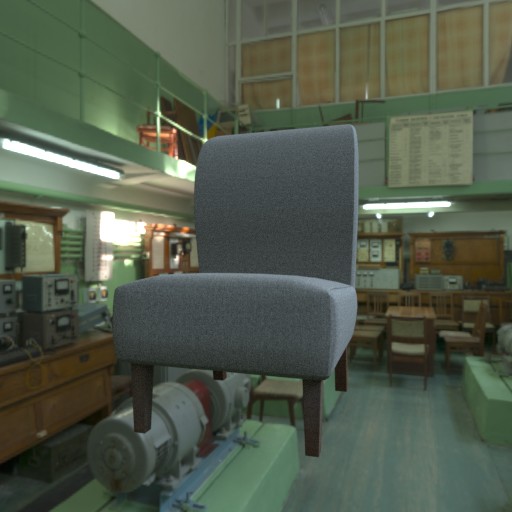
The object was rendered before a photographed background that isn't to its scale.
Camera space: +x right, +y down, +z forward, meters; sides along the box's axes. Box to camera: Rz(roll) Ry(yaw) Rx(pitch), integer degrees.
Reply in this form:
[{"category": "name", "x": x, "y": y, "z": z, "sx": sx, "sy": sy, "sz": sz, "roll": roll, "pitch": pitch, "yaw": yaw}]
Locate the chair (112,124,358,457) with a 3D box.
[{"category": "chair", "x": 0.000, "y": 0.000, "z": 1.177, "sx": 0.513, "sy": 0.804, "sz": 0.592, "roll": 0, "pitch": 0, "yaw": 17}]
